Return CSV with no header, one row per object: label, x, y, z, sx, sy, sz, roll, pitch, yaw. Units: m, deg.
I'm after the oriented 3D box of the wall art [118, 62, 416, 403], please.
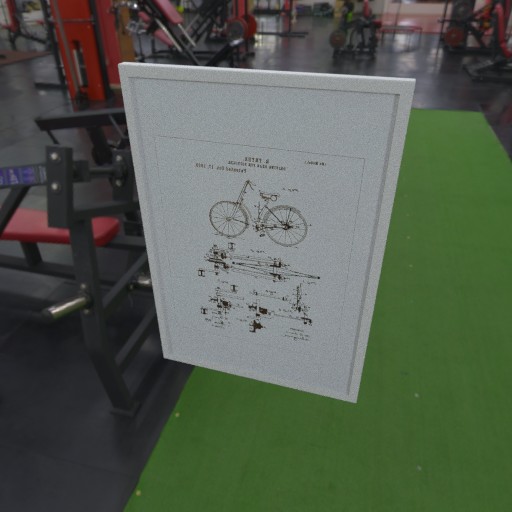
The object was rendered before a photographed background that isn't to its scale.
wall art,0.000,0.000,0.610,0.332,0.477,0.015,9,34,14
